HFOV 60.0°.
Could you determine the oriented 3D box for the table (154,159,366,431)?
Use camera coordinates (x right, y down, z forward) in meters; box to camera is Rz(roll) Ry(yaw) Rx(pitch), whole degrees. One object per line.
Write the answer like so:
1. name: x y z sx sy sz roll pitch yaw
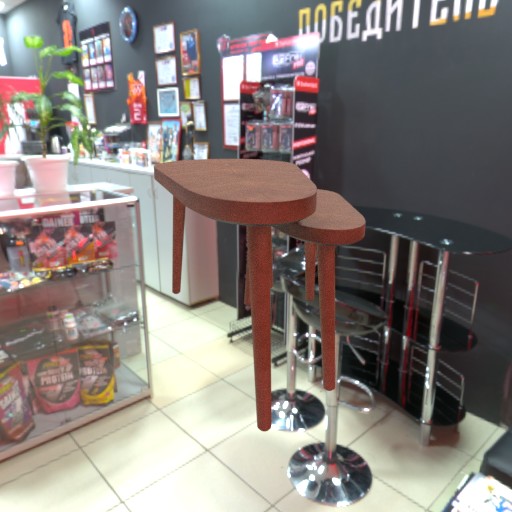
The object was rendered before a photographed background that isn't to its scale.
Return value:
1. table: 0.000 0.000 1.587 0.701 0.595 1.190 -3 17 -10
